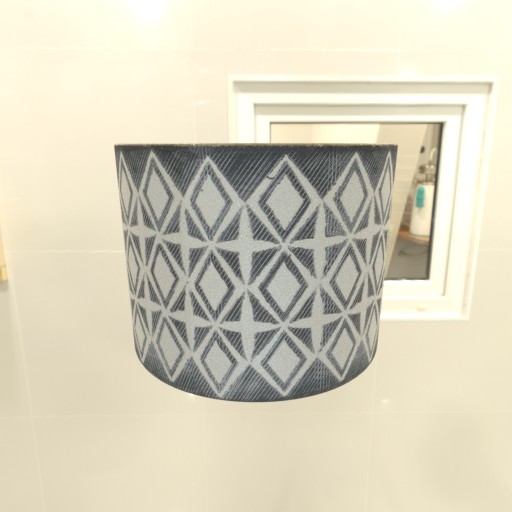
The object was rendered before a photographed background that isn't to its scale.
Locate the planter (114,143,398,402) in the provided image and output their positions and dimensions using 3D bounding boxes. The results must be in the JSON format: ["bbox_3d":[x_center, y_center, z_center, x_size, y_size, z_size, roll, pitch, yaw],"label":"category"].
[{"bbox_3d":[0.000,0.000,0.334,0.192,0.165,0.192,0,14,0],"label":"planter"}]
